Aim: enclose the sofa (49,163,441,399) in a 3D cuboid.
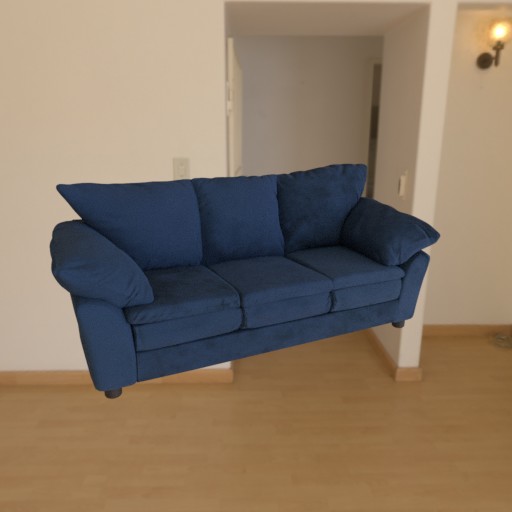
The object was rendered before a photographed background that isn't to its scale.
[{"bbox_3d":[0.000,0.000,2.838,2.390,1.091,0.907,-7,17,-26],"label":"sofa"}]
